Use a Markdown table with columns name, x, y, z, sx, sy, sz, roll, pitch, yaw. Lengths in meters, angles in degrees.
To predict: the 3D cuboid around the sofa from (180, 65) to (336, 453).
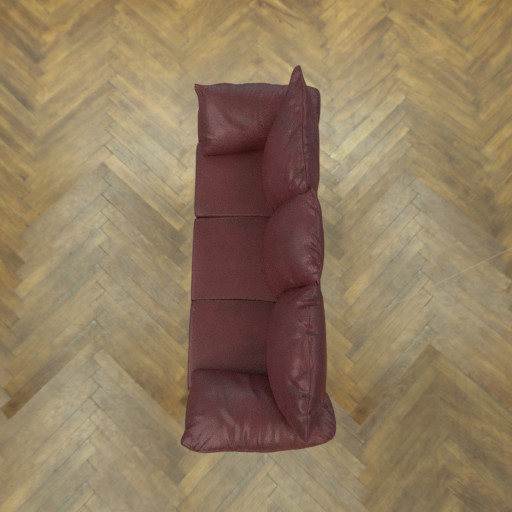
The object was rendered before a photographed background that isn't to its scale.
| name | x | y | z | sx | sy | sz | roll | pitch | yaw |
| --- | --- | --- | --- | --- | --- | --- | --- | --- | --- |
| sofa | 0.000 | 0.000 | 2.949 | 0.907 | 1.091 | 2.390 | 0 | 76 | 0 |
